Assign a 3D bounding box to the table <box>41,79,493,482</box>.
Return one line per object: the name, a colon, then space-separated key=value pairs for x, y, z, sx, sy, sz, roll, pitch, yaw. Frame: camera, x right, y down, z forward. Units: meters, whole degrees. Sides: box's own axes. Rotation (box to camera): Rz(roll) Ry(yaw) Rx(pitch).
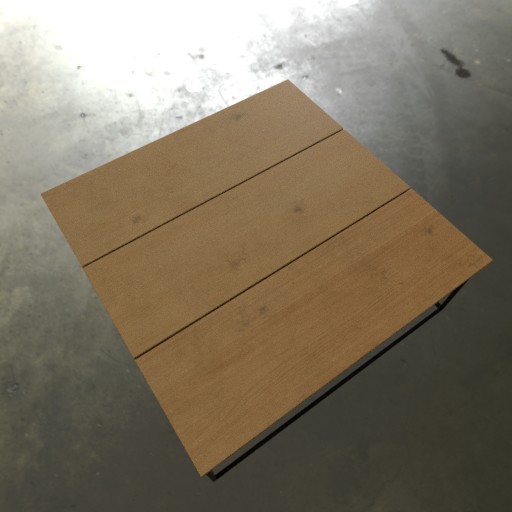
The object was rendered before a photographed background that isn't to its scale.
table: x=0.000 y=0.000 z=1.673 sx=1.100 sy=0.400 sz=1.100 roll=-31 pitch=64 yaw=-17
